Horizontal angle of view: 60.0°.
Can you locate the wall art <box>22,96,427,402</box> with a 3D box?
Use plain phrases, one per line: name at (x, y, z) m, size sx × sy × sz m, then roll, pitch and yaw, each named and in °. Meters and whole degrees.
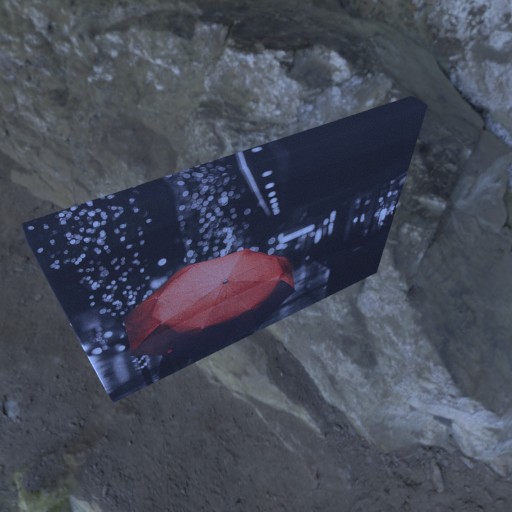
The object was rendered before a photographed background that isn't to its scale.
wall art at (0.000, 0.000, 0.754) m, size 0.609 × 0.406 × 0.037 m, roll -23°, pitch 51°, yaw -20°
